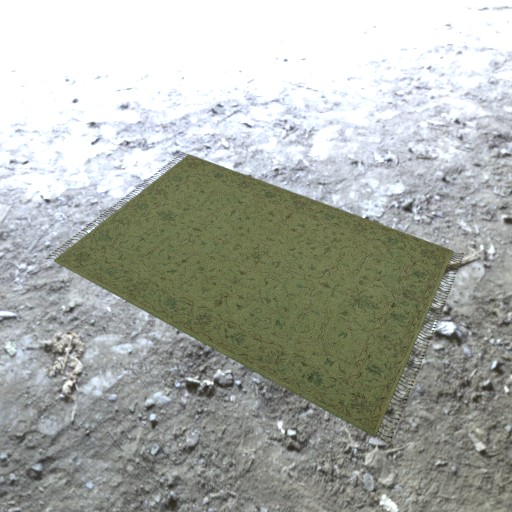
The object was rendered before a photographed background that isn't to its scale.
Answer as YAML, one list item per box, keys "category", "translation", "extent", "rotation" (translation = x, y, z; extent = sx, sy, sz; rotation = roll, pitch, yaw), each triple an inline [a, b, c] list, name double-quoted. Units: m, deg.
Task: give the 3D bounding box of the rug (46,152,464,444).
- category: "rug"
  translation: [0.000, 0.000, 3.035]
  extent: [2.435, 0.010, 1.544]
  rotation: [24, 51, 21]
